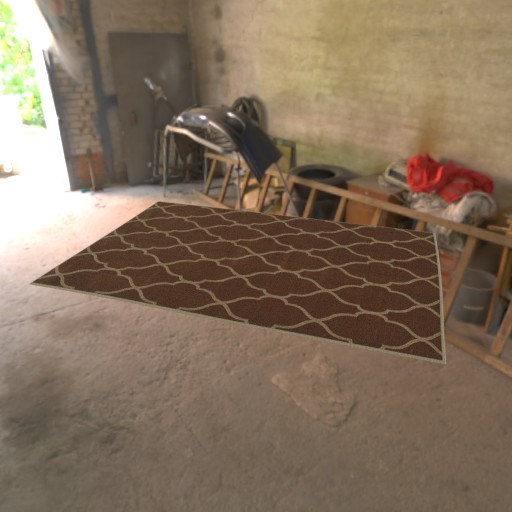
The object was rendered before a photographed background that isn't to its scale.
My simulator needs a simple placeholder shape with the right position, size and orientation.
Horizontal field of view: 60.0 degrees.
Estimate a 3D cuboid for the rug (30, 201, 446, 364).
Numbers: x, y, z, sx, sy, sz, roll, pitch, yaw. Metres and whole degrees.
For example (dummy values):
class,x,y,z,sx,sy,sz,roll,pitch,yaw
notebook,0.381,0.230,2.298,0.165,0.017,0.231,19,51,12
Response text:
class,x,y,z,sx,sy,sz,roll,pitch,yaw
rug,0.000,0.000,2.921,2.294,0.014,1.528,8,28,16
